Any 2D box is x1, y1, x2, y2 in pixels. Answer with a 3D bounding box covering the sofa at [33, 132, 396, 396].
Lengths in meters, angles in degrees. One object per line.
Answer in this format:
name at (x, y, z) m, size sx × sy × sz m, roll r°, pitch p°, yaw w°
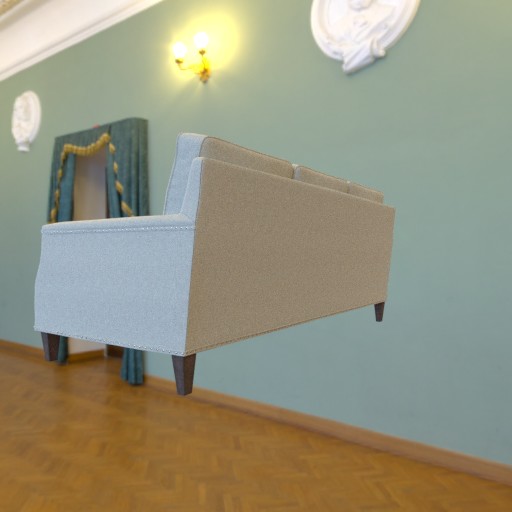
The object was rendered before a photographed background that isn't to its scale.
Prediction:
sofa at (0.000, 0.000, 2.737) m, size 1.084 × 1.003 × 2.246 m, roll 0°, pitch 1°, yaw 35°
